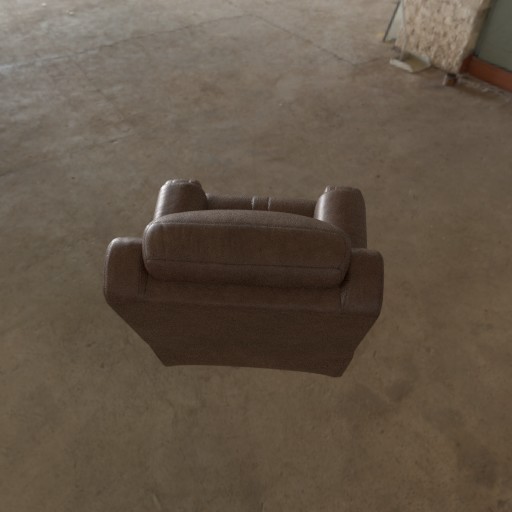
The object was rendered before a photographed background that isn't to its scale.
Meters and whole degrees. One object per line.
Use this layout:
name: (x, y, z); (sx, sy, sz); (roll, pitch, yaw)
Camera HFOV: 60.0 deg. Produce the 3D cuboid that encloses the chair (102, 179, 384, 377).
chair: (0.000, 0.000, 1.805); (0.940, 0.990, 1.067); (3, 45, 3)
